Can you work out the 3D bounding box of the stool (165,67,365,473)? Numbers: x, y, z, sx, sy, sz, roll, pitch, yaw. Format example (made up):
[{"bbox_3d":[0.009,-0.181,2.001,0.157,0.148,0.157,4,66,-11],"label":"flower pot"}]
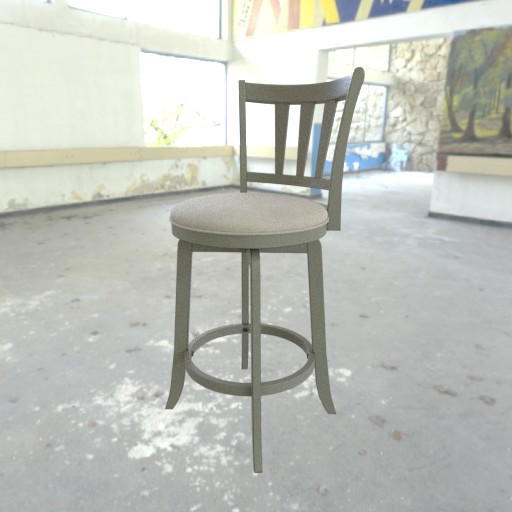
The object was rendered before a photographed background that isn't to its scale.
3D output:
[{"bbox_3d":[0.000,0.000,1.272,0.450,0.994,0.486,15,22,42],"label":"stool"}]
